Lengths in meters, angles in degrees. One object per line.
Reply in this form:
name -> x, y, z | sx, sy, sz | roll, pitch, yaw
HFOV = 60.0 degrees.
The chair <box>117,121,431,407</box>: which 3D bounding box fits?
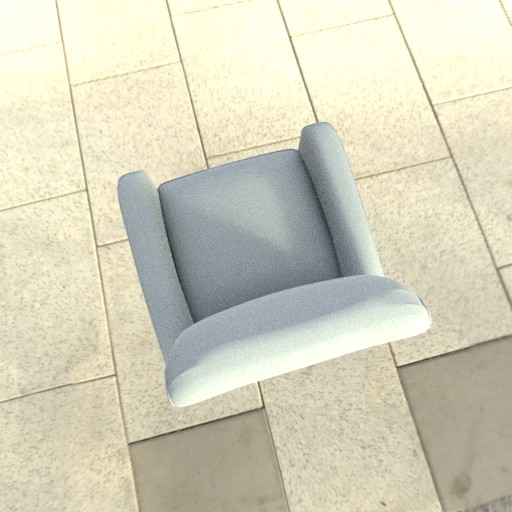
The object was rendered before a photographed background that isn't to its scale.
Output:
chair -> 0.000, 0.000, 1.622 | 0.853, 1.007, 0.846 | -16, 76, -4
